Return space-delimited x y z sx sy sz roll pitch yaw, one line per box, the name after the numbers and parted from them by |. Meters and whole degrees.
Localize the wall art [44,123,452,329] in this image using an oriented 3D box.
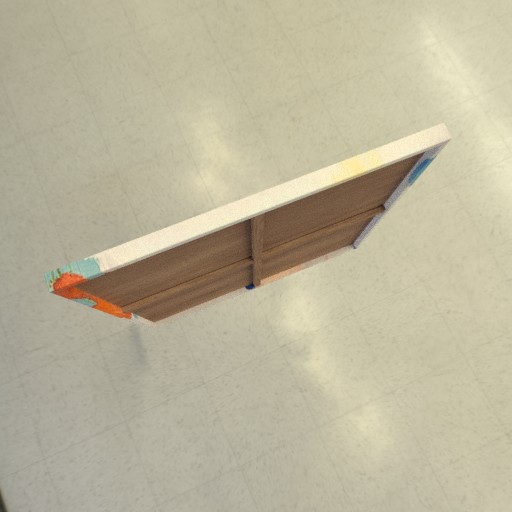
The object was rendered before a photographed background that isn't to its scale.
0.000 0.000 1.227 0.814 0.814 0.037 -21 77 -5 | wall art
